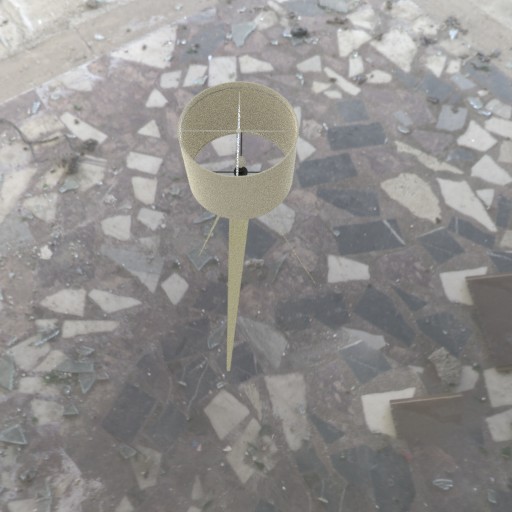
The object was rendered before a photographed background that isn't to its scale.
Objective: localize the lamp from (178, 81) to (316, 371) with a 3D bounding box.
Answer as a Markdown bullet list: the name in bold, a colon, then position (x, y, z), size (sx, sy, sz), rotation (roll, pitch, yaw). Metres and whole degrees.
- **lamp**: position (0.000, 0.000, 1.934), size (0.724, 1.524, 0.716), rotation (0, 65, 0)
